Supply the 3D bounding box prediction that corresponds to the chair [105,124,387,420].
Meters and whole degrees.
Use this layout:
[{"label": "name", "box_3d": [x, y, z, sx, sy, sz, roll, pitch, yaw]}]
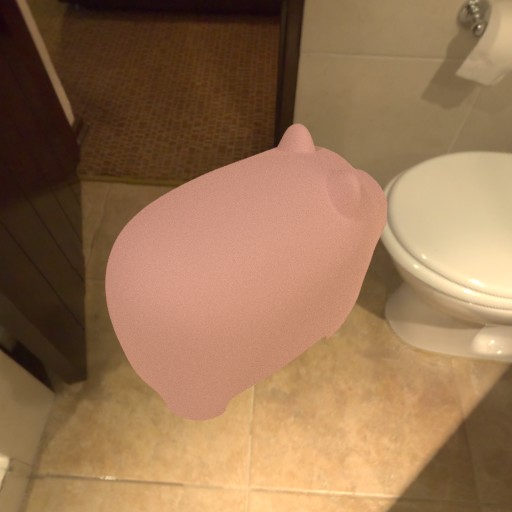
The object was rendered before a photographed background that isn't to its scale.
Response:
[{"label": "chair", "box_3d": [0.000, 0.000, 0.886, 0.619, 0.423, 0.364, -29, 61, -18]}]
